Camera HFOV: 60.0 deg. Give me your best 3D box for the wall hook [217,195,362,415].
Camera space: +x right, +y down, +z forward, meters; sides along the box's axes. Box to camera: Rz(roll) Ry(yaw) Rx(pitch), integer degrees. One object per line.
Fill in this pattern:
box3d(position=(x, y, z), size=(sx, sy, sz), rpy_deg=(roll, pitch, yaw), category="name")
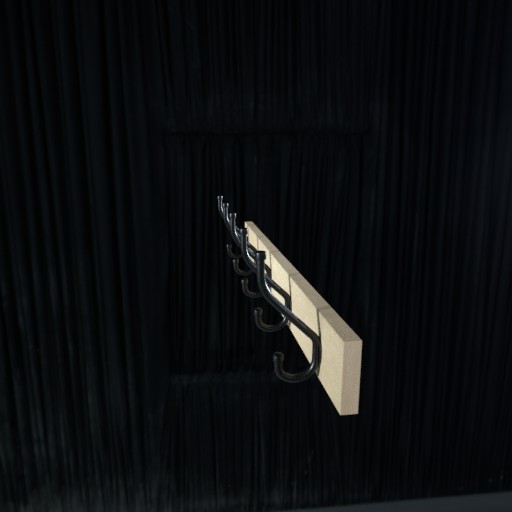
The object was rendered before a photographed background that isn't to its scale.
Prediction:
box3d(position=(0.000, 0.000, 0.592), size=(0.071, 0.117, 0.571), rpy_deg=(-2, 13, -8), category="wall hook")
